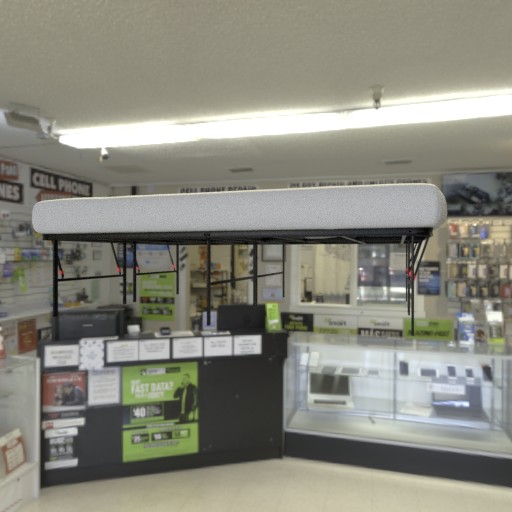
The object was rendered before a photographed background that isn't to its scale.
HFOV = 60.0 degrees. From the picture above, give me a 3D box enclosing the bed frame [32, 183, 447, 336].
[{"bbox_3d":[0.000,0.000,2.842,2.151,0.667,1.584,0,0,18],"label":"bed frame"}]
